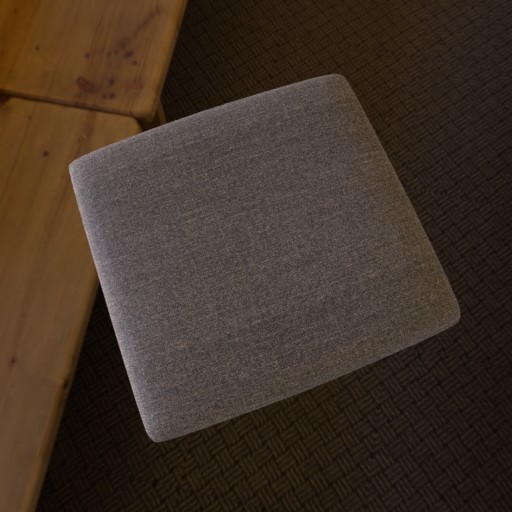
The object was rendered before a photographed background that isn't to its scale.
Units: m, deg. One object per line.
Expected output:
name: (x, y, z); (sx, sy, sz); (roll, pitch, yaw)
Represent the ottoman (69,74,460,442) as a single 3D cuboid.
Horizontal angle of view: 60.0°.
ottoman: (0.000, 0.000, 1.070); (0.655, 0.399, 0.648); (-20, 76, -5)
